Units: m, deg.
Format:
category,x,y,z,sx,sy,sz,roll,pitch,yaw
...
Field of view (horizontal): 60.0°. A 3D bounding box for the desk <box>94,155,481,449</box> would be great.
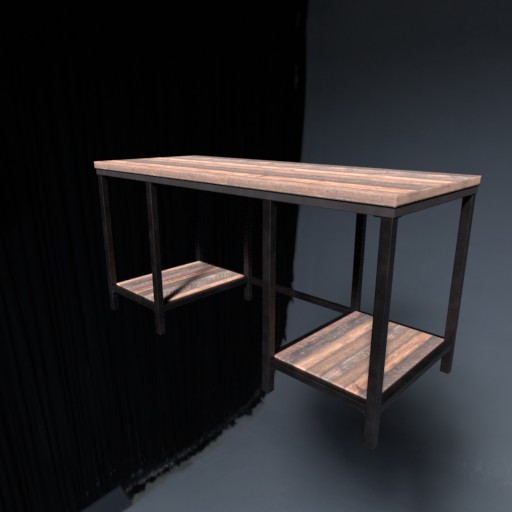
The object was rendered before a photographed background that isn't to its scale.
category,x,y,z,sx,sy,sz,roll,pitch,yaw
desk,0.000,0.000,1.915,1.538,0.753,0.617,15,22,42
